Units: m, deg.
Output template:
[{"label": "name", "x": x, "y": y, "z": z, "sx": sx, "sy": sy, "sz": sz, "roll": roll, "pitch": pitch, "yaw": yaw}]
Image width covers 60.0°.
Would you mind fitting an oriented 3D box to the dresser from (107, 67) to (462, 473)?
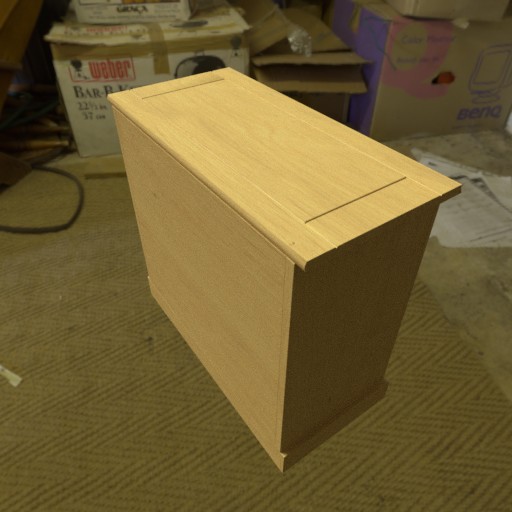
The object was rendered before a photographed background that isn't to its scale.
[{"label": "dresser", "x": 0.000, "y": 0.000, "z": 1.399, "sx": 0.440, "sy": 0.835, "sz": 0.915, "roll": -25, "pitch": 47, "yaw": -26}]
